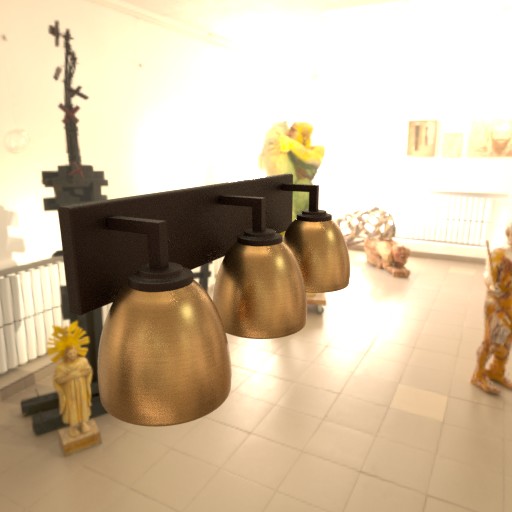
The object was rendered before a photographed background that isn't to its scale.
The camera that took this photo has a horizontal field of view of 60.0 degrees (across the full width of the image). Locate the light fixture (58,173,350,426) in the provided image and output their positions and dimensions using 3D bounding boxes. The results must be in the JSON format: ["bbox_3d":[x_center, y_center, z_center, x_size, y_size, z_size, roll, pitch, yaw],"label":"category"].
[{"bbox_3d":[0.000,0.000,0.658,0.157,0.204,0.582,8,16,27],"label":"light fixture"}]
